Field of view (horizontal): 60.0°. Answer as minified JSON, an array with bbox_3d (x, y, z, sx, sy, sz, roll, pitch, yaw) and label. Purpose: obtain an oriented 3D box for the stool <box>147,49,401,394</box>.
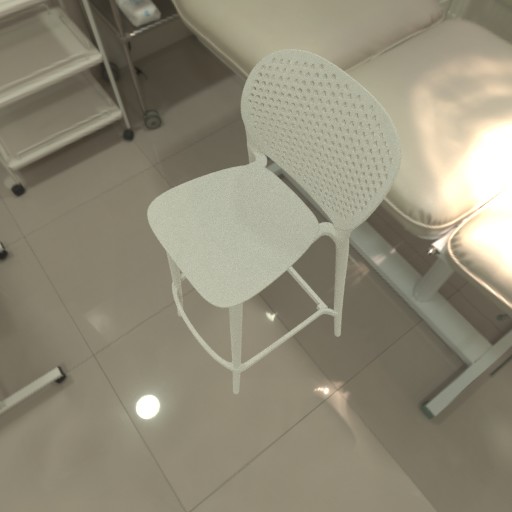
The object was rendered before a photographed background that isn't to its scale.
[{"bbox_3d":[0.000,0.000,1.346,0.535,1.045,0.536,-34,67,-16],"label":"stool"}]
